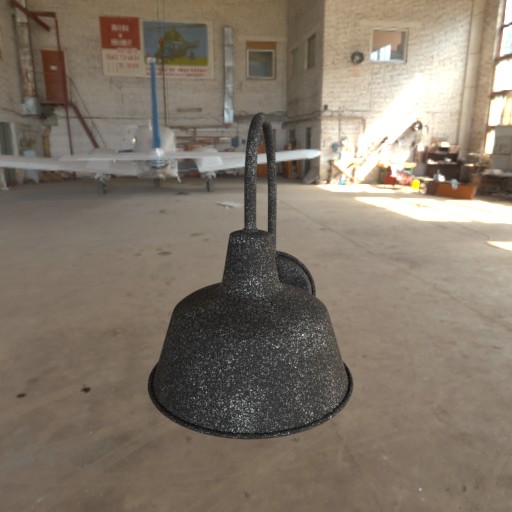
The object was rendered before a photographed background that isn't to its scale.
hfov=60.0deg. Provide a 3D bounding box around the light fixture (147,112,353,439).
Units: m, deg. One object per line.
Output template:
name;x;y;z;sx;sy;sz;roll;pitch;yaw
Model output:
light fixture;0.000;0.000;0.478;0.216;0.300;0.283;2;14;9
